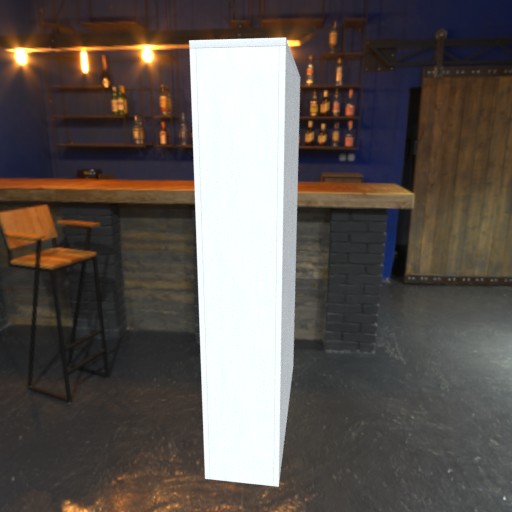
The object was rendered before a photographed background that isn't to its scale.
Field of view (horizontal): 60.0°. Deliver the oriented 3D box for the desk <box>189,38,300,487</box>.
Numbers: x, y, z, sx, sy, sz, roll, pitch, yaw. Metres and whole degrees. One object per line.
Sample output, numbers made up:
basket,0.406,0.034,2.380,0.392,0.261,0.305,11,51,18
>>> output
desk,0.000,0.000,1.589,0.250,1.280,0.750,2,15,8
